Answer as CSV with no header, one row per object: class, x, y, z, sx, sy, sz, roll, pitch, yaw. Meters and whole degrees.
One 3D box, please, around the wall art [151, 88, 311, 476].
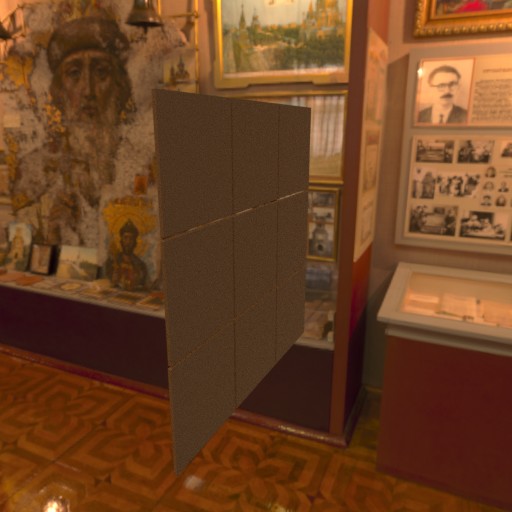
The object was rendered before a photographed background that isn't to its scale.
wall art,0.000,0.000,1.839,0.013,1.216,1.216,8,18,25
